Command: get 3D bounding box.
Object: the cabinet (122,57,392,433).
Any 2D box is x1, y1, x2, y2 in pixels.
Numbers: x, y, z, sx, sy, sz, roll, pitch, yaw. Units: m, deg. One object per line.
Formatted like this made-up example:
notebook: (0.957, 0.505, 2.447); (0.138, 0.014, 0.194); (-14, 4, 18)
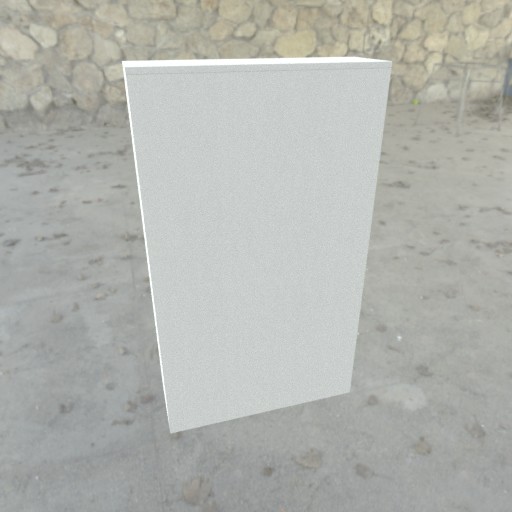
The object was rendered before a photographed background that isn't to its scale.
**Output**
cabinet: (0.000, 0.000, 1.587); (0.750, 1.280, 0.250); (-8, 28, -15)
